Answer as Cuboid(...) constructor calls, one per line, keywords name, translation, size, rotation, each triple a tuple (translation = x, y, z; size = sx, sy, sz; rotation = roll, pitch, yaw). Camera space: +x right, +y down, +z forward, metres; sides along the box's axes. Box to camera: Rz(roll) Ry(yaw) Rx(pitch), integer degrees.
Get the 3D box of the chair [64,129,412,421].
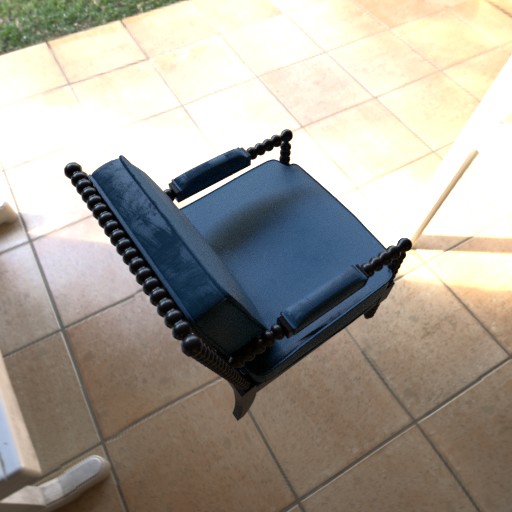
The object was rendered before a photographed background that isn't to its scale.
Cuboid(name="chair", translation=(0.000, 0.000, 1.496), size=(0.805, 0.857, 0.688), rotation=(-32, 63, -18))
